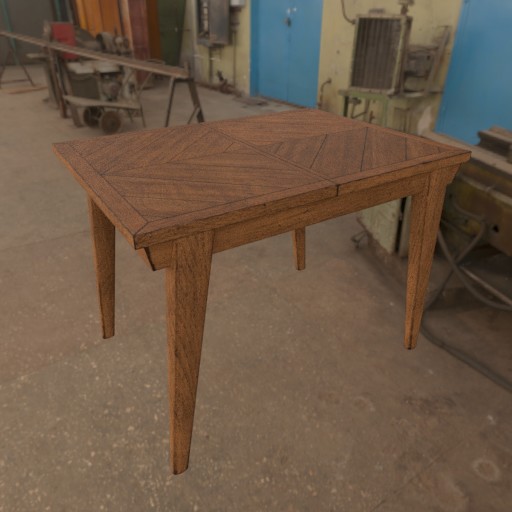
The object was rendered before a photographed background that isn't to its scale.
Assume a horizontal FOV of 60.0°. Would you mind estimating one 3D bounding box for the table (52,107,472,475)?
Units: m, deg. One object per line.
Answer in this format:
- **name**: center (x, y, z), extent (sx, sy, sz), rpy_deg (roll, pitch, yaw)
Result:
- **table**: center (0.000, 0.000, 1.531), extent (1.027, 0.760, 0.757), rpy_deg (-17, 34, -28)
